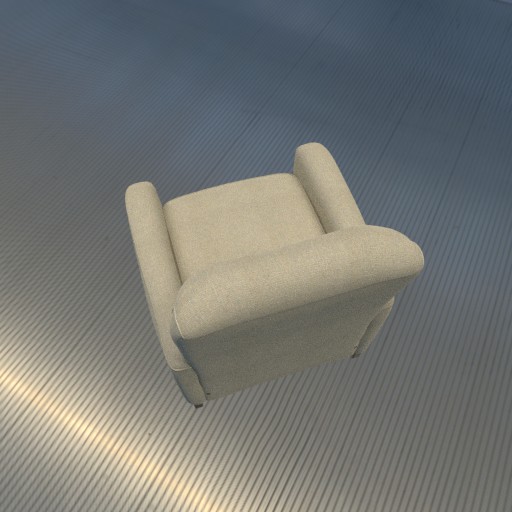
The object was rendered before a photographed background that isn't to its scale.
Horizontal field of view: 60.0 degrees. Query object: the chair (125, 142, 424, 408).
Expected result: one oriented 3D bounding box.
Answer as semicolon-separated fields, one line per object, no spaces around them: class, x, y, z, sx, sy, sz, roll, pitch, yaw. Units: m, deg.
chair;0.000;0.000;1.652;0.850;1.006;0.853;-15;59;-9
